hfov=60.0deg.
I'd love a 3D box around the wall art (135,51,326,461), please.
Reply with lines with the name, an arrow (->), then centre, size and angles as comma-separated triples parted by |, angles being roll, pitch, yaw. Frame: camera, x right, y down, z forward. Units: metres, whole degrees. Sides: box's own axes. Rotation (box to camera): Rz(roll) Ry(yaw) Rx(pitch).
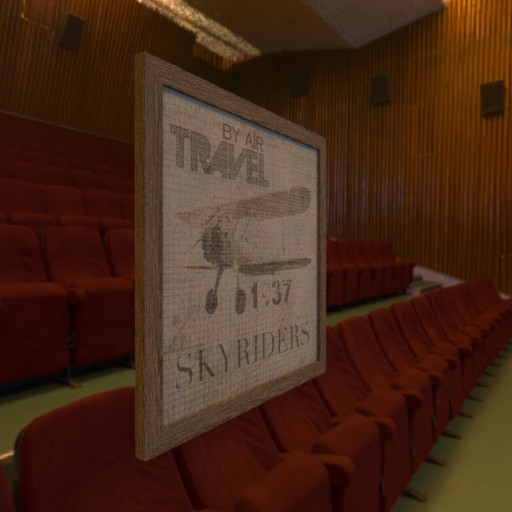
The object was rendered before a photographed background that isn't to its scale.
wall art -> 0.000, 0.000, 0.762 | 0.019, 0.508, 0.508 | 0, 0, 35
